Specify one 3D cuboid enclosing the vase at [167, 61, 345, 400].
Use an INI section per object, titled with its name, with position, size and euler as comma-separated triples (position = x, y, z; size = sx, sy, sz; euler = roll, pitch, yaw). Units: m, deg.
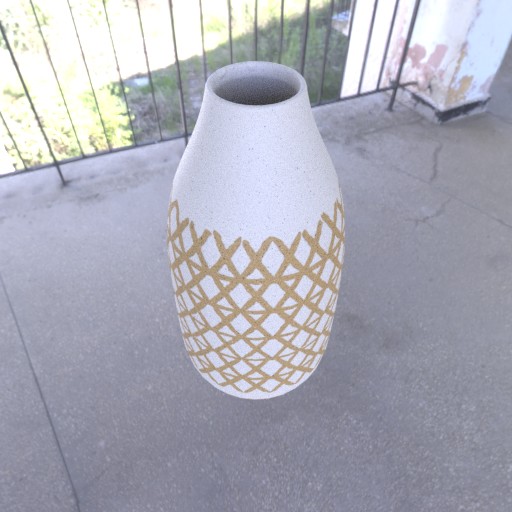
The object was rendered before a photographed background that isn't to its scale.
[vase]
position = 0.000, 0.000, 0.469
size = 0.186, 0.380, 0.186
euler = 0, 47, 0
